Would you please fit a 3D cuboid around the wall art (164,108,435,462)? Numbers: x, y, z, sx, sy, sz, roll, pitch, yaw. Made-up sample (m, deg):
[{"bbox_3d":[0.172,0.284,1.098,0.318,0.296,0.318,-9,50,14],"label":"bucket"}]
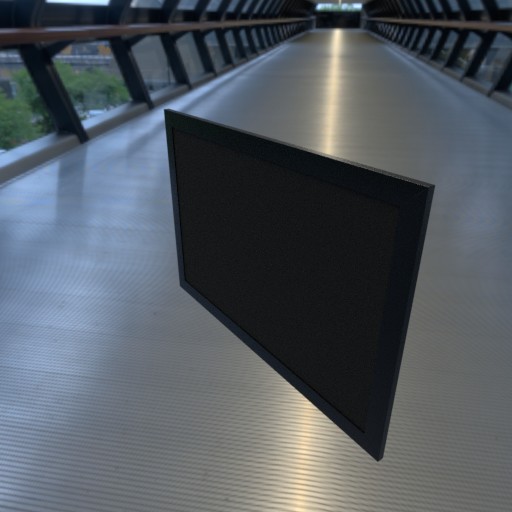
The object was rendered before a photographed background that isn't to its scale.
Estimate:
[{"bbox_3d":[0.000,0.000,0.830,0.013,0.447,0.660,-19,32,-32],"label":"wall art"}]
